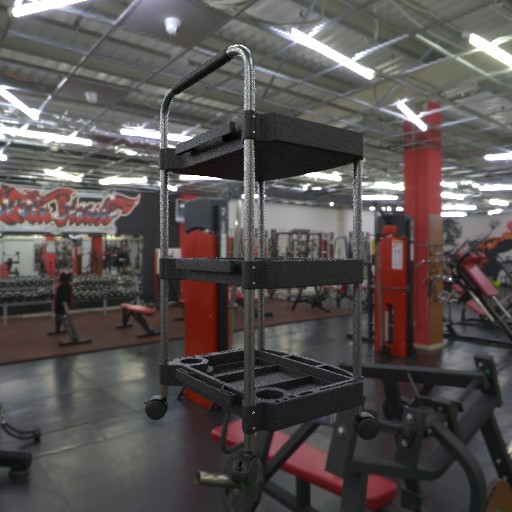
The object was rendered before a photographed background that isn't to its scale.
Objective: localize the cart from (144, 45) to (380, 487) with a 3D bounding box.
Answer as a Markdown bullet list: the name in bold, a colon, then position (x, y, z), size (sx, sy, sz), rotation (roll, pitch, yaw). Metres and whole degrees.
- **cart**: position (0.000, 0.000, 1.384), size (0.518, 1.075, 0.584), rotation (0, 1, -36)
